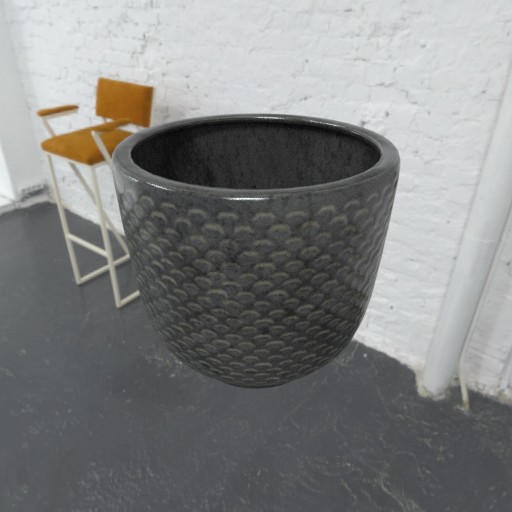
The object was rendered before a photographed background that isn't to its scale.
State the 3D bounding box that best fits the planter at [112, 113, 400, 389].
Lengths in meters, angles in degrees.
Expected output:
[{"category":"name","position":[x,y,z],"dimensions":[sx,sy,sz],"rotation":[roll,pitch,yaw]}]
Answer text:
[{"category":"planter","position":[0.000,0.000,0.252],"dimensions":[0.140,0.129,0.140],"rotation":[0,30,0]}]
